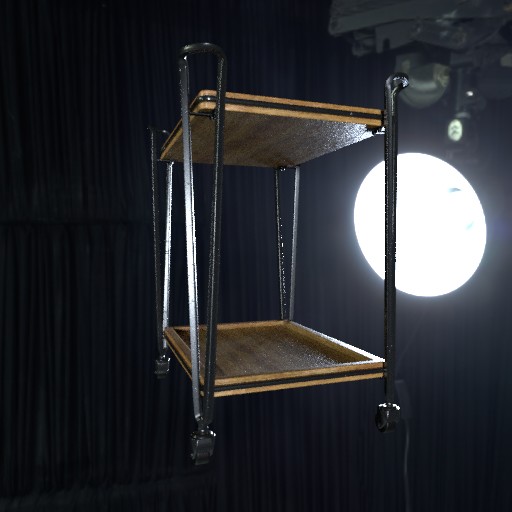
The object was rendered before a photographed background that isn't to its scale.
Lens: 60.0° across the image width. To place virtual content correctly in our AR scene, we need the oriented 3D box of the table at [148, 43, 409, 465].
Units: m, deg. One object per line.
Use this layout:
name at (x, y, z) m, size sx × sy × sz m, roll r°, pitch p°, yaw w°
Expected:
table at (0.000, 0.000, 1.185) m, size 0.505 × 0.785 × 0.672 m, roll -1°, pitch 2°, yaw -19°
